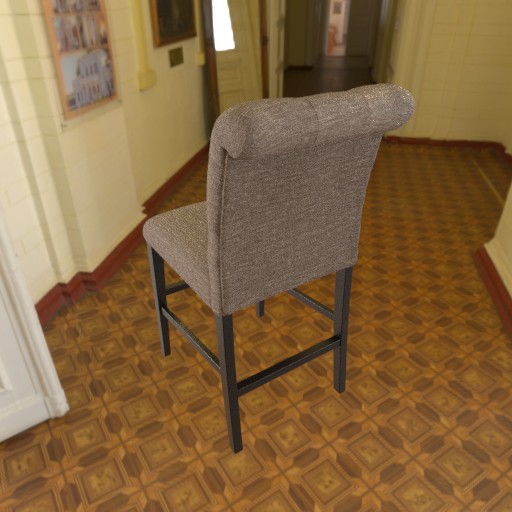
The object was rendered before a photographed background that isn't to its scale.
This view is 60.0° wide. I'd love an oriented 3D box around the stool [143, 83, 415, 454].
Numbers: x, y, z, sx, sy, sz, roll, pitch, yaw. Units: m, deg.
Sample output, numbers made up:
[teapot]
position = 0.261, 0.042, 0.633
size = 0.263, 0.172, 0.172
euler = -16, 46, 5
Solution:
[stool]
position = 0.000, 0.000, 1.280
size = 0.457, 0.970, 0.611
euler = -19, 35, -29
